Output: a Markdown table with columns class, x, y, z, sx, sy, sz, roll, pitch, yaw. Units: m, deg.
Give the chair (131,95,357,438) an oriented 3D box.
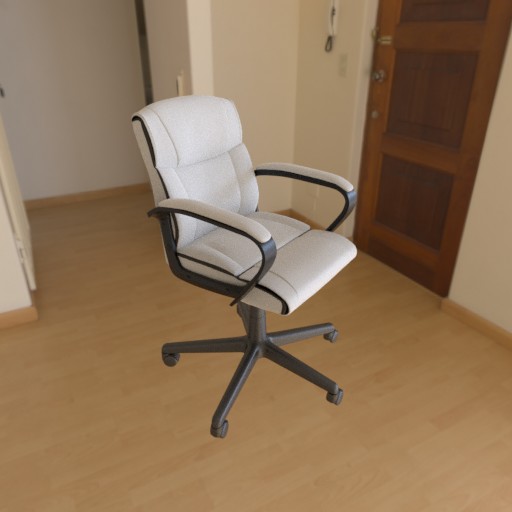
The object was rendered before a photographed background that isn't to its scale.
| class | x | y | z | sx | sy | sz | roll | pitch | yaw |
| --- | --- | --- | --- | --- | --- | --- | --- | --- | --- |
| chair | 0.000 | 0.000 | 1.542 | 0.717 | 1.004 | 0.739 | 18 | 32 | 32 |
